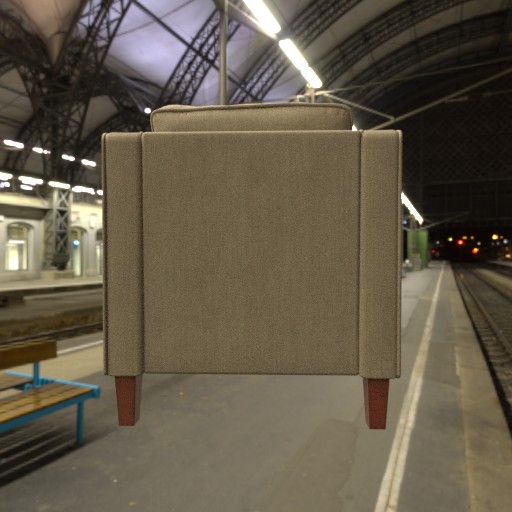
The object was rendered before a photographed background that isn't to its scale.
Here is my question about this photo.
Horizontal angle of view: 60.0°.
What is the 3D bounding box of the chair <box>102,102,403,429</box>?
[{"bbox_3d":[0.000,0.000,1.662,0.831,0.960,0.909,0,0,2],"label":"chair"}]
